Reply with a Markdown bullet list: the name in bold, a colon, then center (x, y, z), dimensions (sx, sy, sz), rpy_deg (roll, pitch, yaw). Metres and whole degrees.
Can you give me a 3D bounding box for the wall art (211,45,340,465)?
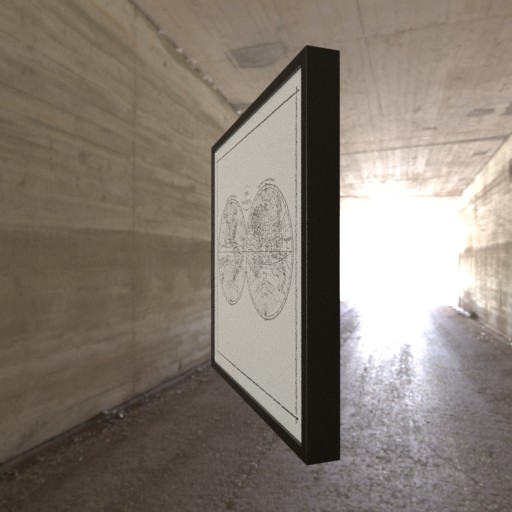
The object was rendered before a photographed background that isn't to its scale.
- **wall art**: center (0.000, 0.000, 0.495), dimensions (0.029, 0.318, 0.327), rpy_deg (0, 0, -18)
